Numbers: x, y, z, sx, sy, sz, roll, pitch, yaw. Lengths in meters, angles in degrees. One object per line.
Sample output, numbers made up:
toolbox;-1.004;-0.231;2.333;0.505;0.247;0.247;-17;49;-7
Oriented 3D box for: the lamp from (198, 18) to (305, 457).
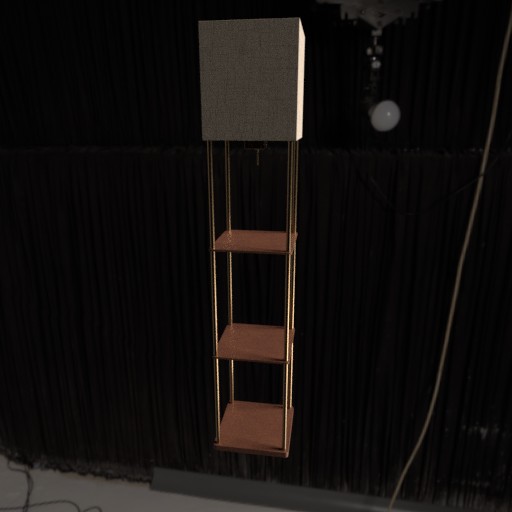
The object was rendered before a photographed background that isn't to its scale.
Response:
lamp;0.000;0.000;1.698;0.308;1.569;0.310;3;17;8
